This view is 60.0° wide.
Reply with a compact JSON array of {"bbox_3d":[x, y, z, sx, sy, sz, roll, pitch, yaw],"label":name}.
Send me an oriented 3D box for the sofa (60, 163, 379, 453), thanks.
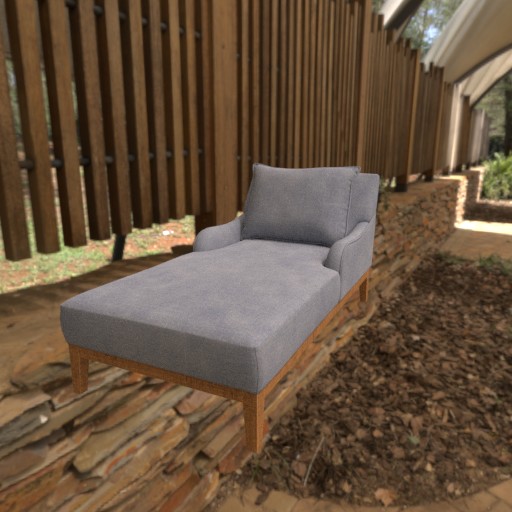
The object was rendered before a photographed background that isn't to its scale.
[{"bbox_3d":[0.000,0.000,2.313,0.904,0.883,1.779,7,16,25],"label":"sofa"}]
